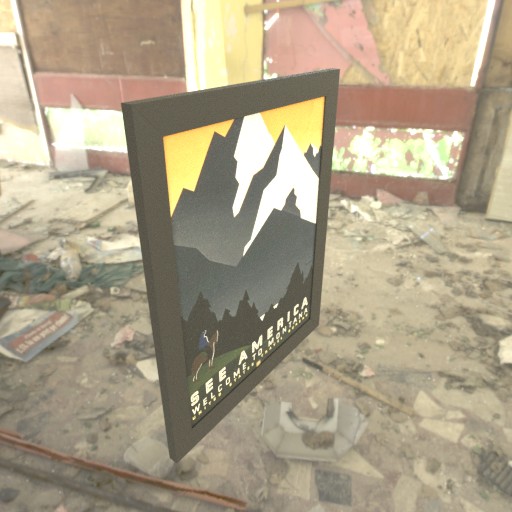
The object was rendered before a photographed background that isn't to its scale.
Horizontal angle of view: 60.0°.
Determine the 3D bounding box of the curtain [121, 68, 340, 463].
[{"bbox_3d":[0.000,0.000,0.793,0.027,0.585,0.483,19,34,32],"label":"curtain"}]
